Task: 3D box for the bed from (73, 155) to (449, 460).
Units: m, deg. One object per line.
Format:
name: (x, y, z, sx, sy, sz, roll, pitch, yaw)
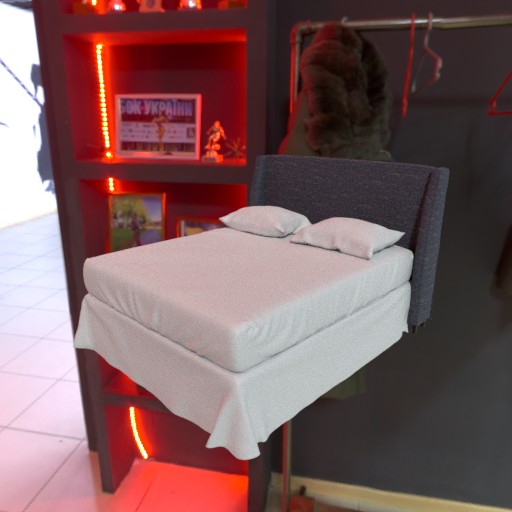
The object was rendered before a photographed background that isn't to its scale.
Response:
bed: (0.000, 0.000, 3.383, 1.925, 1.332, 2.276, 16, 23, 42)
